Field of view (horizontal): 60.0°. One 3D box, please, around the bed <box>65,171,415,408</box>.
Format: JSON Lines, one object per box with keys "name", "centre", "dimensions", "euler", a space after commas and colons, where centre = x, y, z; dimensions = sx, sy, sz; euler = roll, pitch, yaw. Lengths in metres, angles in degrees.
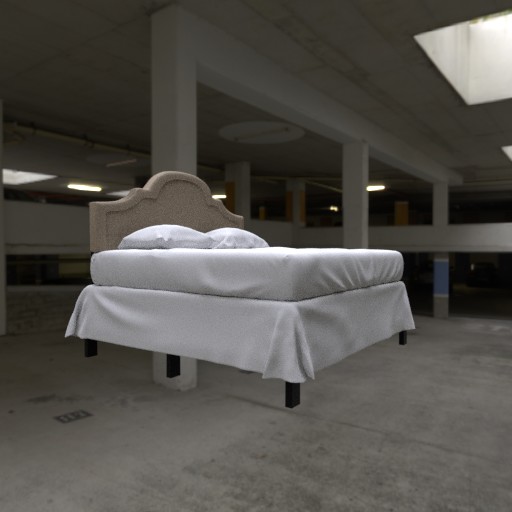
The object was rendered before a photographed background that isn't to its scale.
{"name": "bed", "centre": [0.000, 0.000, 3.853], "dimensions": [2.222, 1.631, 2.303], "euler": [1, 1, 36]}
